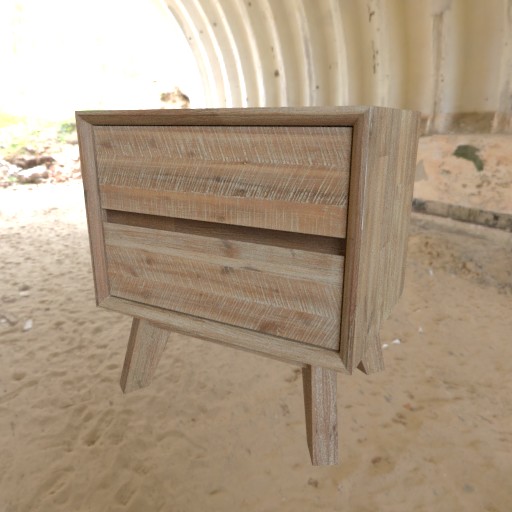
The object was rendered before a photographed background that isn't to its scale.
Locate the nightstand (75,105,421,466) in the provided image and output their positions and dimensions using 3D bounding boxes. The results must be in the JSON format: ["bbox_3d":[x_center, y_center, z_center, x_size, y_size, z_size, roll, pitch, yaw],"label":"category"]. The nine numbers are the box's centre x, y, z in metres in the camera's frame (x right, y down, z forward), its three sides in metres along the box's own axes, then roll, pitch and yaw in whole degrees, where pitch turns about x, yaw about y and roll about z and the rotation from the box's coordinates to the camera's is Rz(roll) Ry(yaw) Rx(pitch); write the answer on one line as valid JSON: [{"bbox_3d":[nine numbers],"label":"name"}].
[{"bbox_3d":[0.000,0.000,0.947,0.552,0.589,0.396,9,19,27],"label":"nightstand"}]
